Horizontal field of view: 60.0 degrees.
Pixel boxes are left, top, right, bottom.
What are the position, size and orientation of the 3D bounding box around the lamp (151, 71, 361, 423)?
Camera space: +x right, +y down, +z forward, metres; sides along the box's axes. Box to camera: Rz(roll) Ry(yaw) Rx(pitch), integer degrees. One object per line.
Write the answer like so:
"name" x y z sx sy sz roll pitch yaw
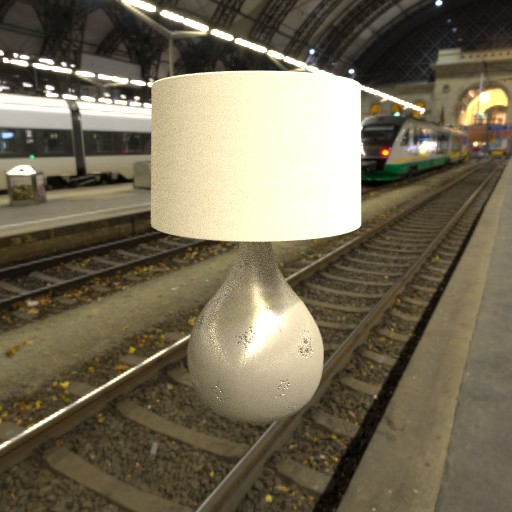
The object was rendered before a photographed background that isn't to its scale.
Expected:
"lamp" 0.000 0.000 0.729 0.330 0.521 0.330 0 14 0
